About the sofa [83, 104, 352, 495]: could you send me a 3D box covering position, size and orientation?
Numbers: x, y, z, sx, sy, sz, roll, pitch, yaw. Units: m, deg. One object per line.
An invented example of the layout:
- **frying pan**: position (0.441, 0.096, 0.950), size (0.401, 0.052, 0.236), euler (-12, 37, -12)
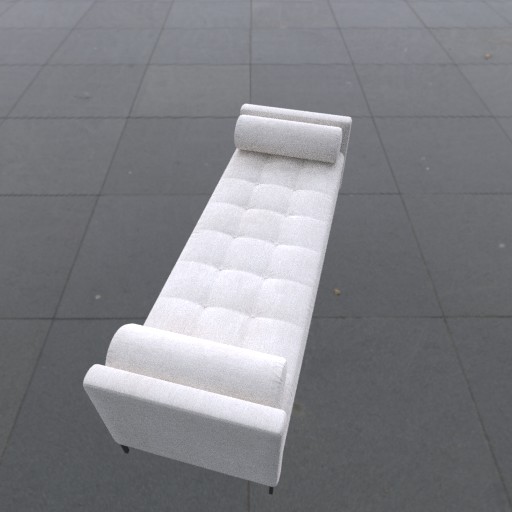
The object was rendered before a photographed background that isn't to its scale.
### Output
- **sofa**: position (0.000, 0.000, 2.276), size (0.686, 0.635, 1.981), euler (11, 47, 10)
